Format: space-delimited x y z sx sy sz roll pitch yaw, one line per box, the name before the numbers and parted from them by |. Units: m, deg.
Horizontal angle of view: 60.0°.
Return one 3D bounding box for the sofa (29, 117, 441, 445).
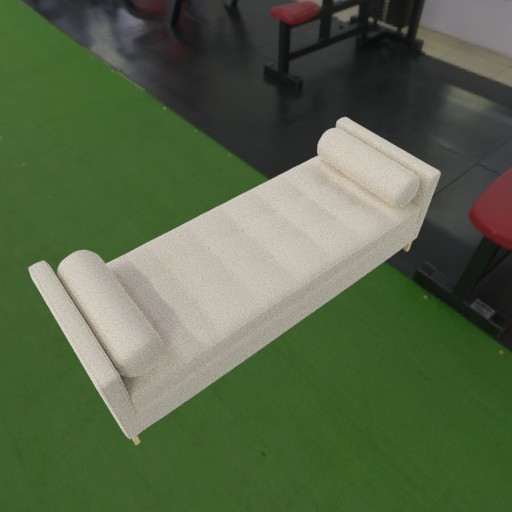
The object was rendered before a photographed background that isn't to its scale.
sofa | 0.000 0.000 2.369 1.985 0.641 0.746 -31 55 -25
